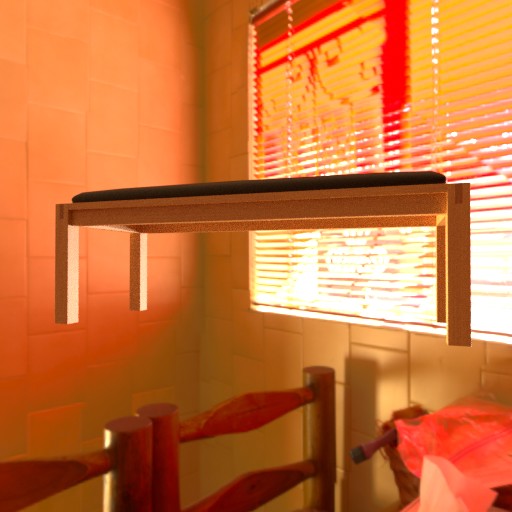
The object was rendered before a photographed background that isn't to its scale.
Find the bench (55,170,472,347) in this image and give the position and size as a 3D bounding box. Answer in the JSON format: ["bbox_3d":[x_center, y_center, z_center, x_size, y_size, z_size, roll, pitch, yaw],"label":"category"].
[{"bbox_3d":[0.000,0.000,1.431,1.202,0.430,0.450,0,-1,19],"label":"bench"}]
